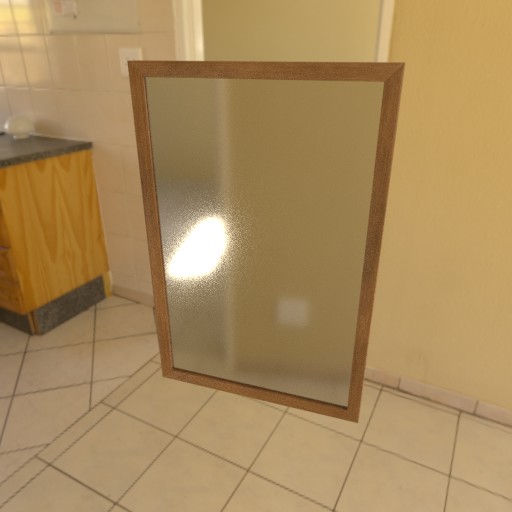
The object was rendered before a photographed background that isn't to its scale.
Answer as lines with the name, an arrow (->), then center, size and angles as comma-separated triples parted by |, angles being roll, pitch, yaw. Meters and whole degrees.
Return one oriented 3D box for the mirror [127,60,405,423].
mirror -> 0.000, 0.000, 1.138 | 0.609, 0.915, 0.040 | 8, 26, 17
